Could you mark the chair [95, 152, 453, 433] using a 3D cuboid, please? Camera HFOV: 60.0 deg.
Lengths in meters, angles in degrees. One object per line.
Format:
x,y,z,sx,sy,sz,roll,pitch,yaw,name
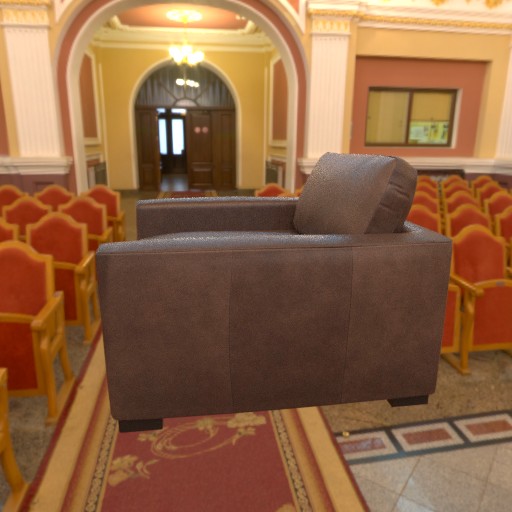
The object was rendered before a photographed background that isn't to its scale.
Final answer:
0.000,0.000,1.793,1.069,0.812,1.100,-2,15,-8,chair
